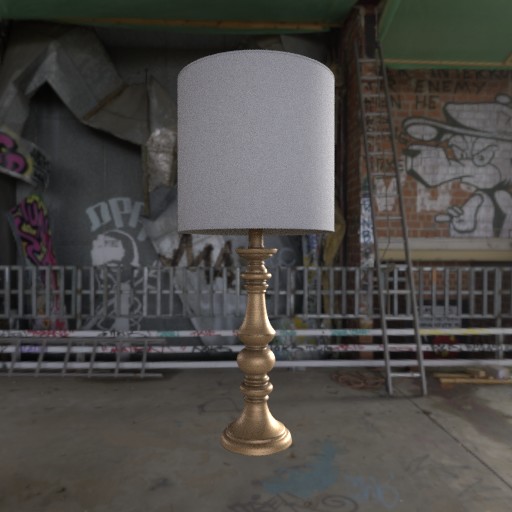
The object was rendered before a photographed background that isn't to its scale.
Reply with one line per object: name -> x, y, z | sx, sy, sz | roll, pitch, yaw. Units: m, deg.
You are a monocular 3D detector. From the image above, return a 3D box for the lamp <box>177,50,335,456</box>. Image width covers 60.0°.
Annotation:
lamp -> 0.000, 0.000, 0.718 | 0.250, 0.597, 0.250 | 0, 0, 18
